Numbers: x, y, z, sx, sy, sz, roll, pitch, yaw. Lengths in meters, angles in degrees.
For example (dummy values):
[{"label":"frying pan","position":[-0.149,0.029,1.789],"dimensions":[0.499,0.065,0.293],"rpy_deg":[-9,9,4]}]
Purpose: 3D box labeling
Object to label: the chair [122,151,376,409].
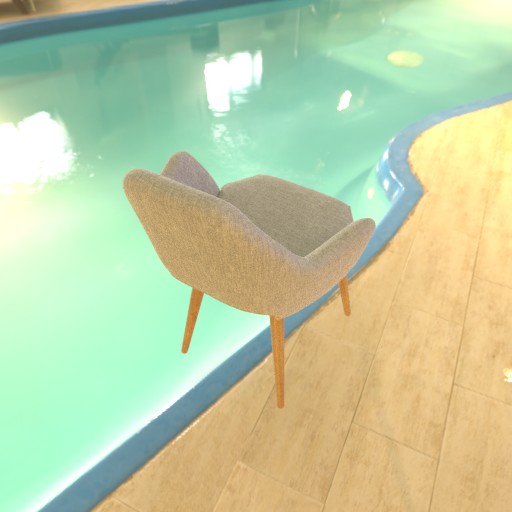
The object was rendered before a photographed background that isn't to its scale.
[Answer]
[{"label":"chair","position":[0.000,0.000,1.260],"dimensions":[0.590,0.840,0.610],"rpy_deg":[24,50,22]}]
